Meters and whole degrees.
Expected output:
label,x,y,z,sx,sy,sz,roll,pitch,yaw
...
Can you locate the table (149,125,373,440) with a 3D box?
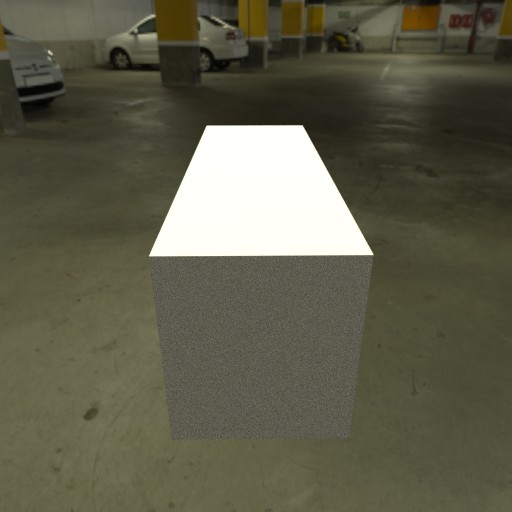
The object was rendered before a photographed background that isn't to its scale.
label,x,y,z,sx,sy,sz,roll,pitch,yaw
table,0.000,0.000,1.835,0.508,0.769,1.500,0,27,-1
